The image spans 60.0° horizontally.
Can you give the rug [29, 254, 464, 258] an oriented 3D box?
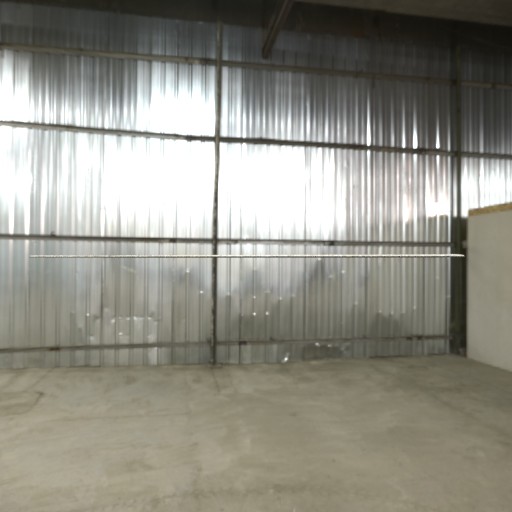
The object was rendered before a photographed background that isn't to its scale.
[{"bbox_3d":[0.000,0.000,3.075,2.447,0.021,1.527,0,0,18],"label":"rug"}]
